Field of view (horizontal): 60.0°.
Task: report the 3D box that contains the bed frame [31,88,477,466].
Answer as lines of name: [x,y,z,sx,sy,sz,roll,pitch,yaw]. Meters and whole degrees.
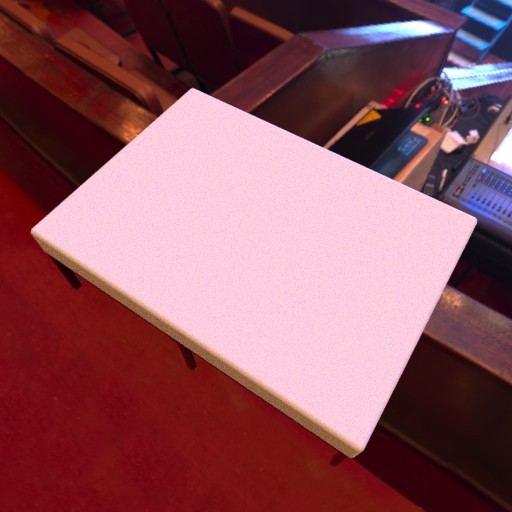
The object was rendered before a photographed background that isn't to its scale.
bed frame: [0.000,0.000,2.635,1.956,0.659,1.408,30,63,17]
